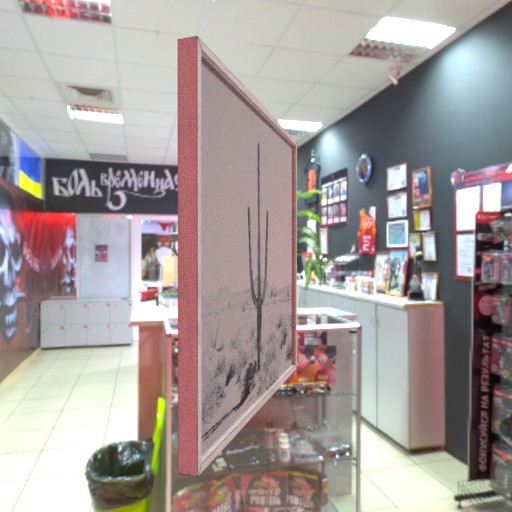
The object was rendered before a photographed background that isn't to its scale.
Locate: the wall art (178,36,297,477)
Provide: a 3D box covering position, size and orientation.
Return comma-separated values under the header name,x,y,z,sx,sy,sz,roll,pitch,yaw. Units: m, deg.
name,x,y,z,sx,sy,sz,roll,pitch,yaw
wall art,0.000,0.000,1.132,0.038,0.762,0.762,0,0,18
